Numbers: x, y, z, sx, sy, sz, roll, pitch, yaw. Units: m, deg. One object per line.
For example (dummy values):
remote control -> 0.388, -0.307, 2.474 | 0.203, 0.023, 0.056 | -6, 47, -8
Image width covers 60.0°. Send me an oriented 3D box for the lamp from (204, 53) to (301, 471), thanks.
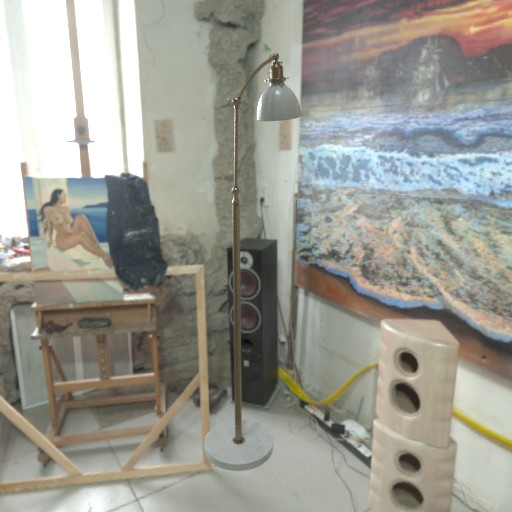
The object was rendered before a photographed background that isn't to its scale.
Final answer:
lamp -> 0.000, 0.000, 1.806 | 0.288, 1.586, 0.599 | 7, 16, 26
